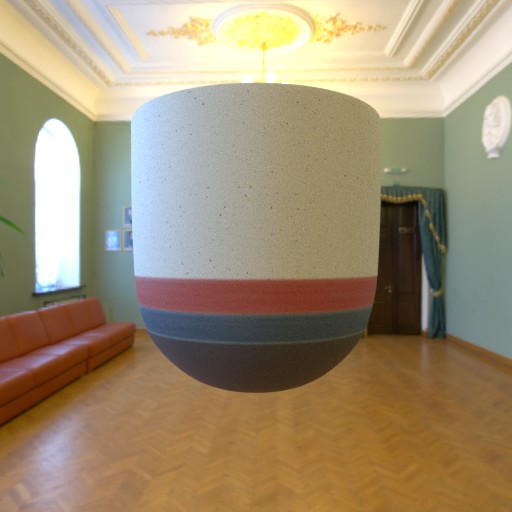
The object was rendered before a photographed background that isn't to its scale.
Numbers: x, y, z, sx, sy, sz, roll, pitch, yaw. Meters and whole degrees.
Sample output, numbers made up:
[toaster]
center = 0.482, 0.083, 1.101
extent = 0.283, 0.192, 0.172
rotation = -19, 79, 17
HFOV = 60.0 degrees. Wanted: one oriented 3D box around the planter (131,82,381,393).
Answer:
[planter]
center = 0.000, 0.000, 0.375
extent = 0.204, 0.214, 0.204
rotation = 0, 0, 0
